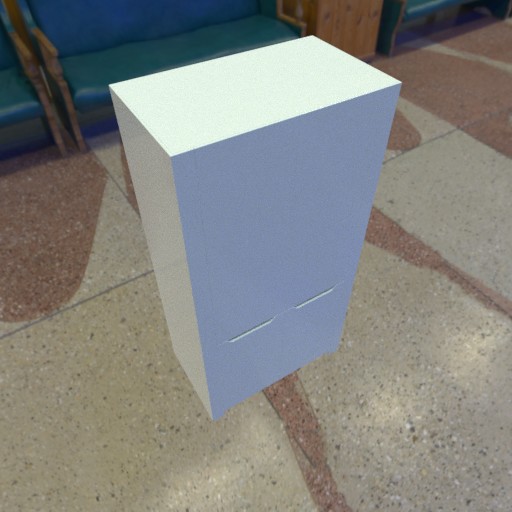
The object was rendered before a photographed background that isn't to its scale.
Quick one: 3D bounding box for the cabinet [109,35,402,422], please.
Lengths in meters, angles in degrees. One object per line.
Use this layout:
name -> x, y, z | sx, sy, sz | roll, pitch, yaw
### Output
cabinet -> 0.000, 0.000, 2.407 | 0.980, 1.920, 0.580 | -24, 50, -21
